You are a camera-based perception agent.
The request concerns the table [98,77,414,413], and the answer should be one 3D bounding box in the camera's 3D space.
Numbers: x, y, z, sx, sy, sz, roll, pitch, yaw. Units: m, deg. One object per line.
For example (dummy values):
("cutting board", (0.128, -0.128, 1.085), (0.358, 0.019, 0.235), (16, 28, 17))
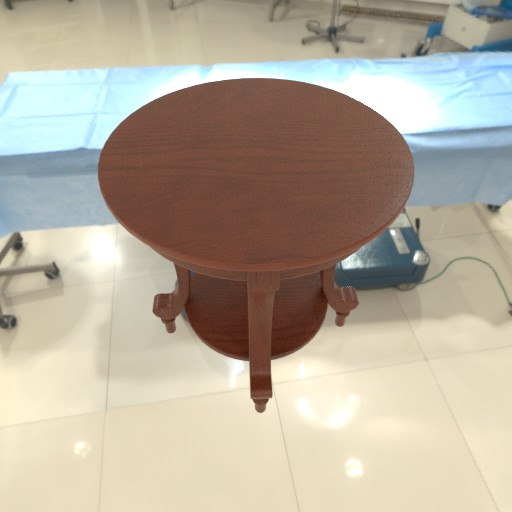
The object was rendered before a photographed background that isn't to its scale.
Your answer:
("table", (0.000, 0.000, 1.081), (0.597, 0.612, 0.597), (0, 47, 0))
